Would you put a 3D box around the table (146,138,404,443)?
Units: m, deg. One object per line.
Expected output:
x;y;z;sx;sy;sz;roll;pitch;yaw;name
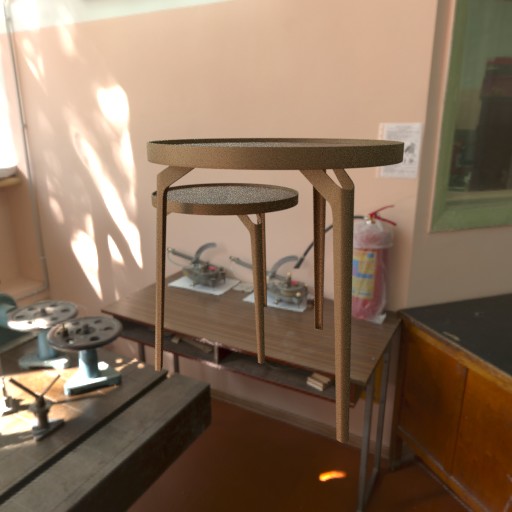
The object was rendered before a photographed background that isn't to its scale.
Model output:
0.000;0.000;1.097;0.532;0.555;0.751;-8;18;-27;table
